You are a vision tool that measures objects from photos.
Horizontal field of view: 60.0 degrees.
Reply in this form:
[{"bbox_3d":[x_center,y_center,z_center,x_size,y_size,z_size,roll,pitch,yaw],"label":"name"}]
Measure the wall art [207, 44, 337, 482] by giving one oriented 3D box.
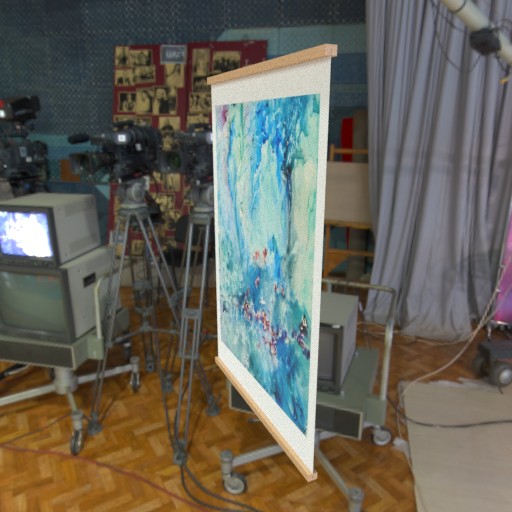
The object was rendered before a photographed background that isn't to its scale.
[{"bbox_3d":[0.000,0.000,0.768,0.016,0.611,0.401,-8,18,-25],"label":"wall art"}]
